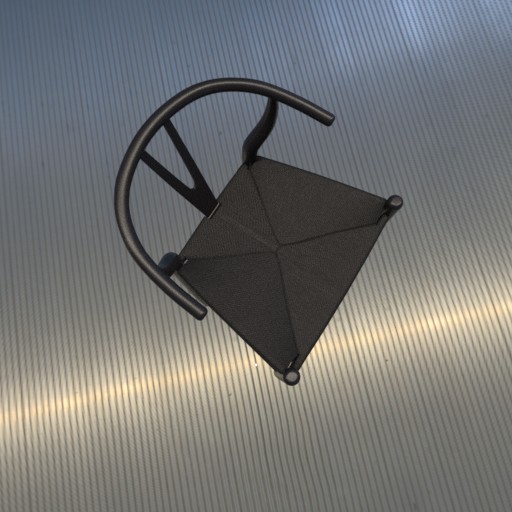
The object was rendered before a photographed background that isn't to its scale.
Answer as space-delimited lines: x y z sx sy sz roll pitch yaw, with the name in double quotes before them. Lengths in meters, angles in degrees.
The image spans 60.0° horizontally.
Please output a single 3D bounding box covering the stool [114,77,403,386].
"stool" 0.000 0.000 1.417 0.579 1.072 0.569 32 78 7
